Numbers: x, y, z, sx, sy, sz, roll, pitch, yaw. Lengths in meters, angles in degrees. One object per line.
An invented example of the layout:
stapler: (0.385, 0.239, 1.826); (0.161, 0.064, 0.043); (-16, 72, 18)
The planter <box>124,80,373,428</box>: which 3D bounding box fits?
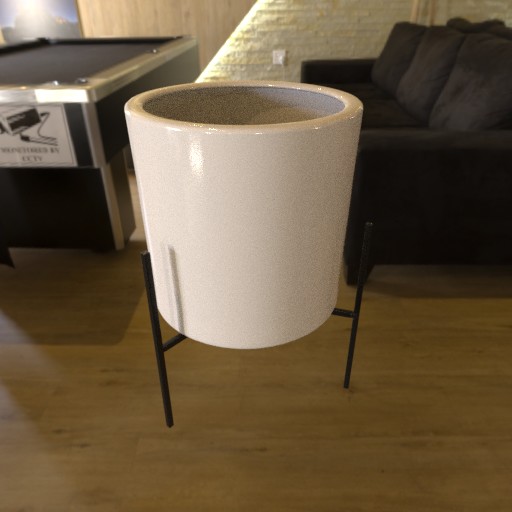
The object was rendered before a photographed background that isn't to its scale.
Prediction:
planter: (0.000, 0.000, 0.634); (0.308, 0.431, 0.307); (9, 31, 15)
